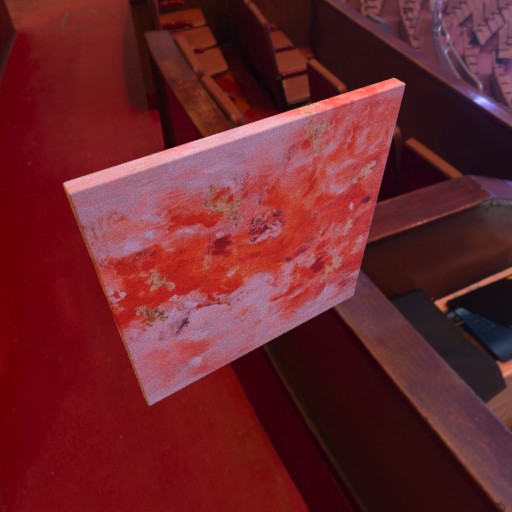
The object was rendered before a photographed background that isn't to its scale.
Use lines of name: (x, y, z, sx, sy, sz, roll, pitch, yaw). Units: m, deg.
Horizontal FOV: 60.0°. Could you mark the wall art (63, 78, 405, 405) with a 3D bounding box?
wall art: (0.000, 0.000, 1.131, 0.747, 0.746, 0.064, -24, 50, -22)
